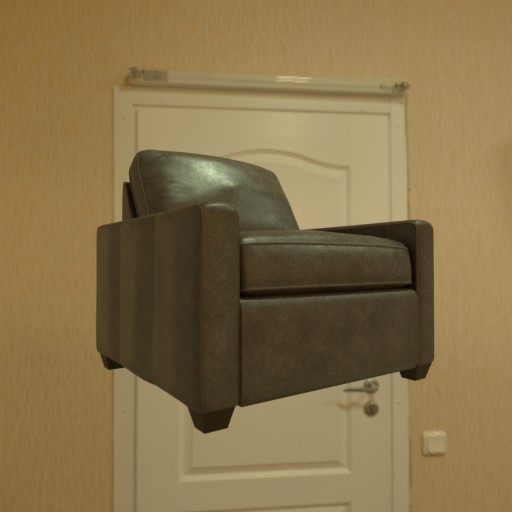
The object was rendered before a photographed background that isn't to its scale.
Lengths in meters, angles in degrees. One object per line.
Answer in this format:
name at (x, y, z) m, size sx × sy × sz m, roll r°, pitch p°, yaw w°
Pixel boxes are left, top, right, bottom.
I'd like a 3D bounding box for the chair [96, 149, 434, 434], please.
chair at (0.000, 0.000, 1.748) m, size 1.006 × 0.916 × 0.939 m, roll 0°, pitch -1°, yaw -35°
